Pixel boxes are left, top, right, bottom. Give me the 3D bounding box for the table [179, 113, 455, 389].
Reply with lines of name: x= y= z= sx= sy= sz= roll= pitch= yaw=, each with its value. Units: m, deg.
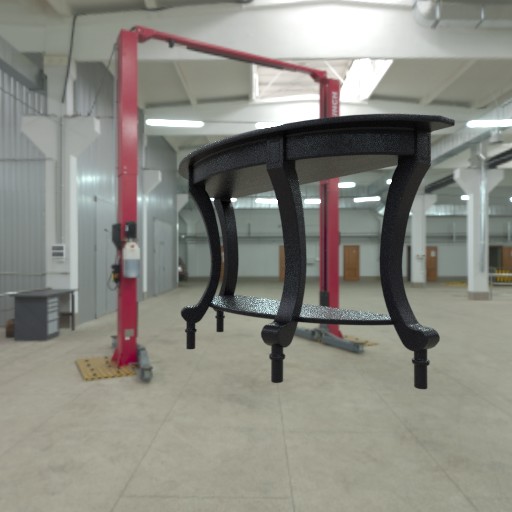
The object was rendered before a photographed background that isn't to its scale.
table: x=0.000 y=0.000 z=1.502 sx=0.394 sy=0.692 sz=1.198 roll=0 pitch=0 yaw=-35
